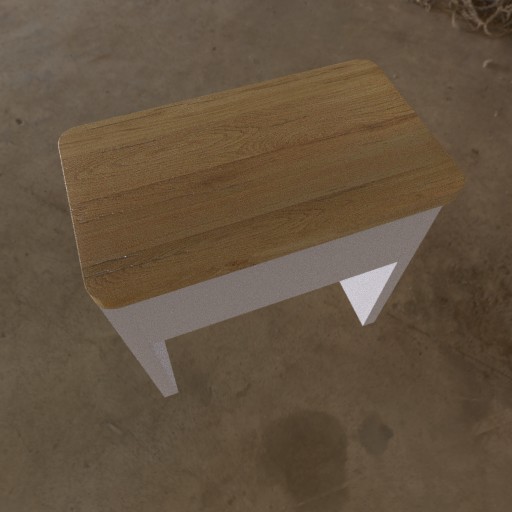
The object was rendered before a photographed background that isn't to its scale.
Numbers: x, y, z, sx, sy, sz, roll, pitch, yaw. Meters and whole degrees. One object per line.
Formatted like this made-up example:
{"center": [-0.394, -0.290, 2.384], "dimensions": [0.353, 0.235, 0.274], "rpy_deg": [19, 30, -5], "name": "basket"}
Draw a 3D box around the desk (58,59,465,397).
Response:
{"center": [0.000, 0.000, 1.256], "dimensions": [0.760, 0.790, 0.440], "rpy_deg": [-17, 61, -10], "name": "desk"}
